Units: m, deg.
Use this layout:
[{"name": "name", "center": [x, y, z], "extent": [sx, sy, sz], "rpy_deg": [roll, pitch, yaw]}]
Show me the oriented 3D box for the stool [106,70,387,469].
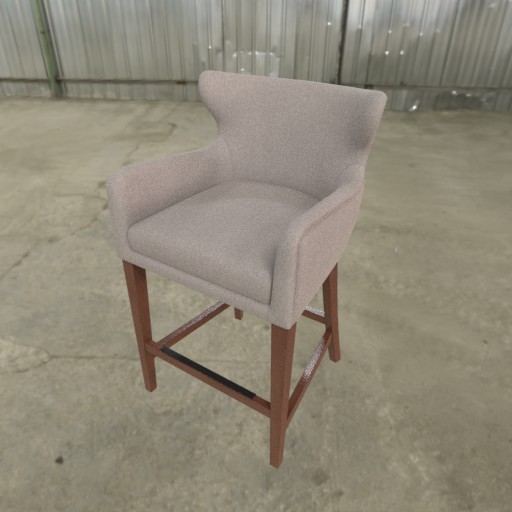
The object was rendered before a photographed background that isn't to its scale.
[{"name": "stool", "center": [0.000, 0.000, 1.327], "extent": [0.575, 0.951, 0.575], "rpy_deg": [19, 37, 28]}]
